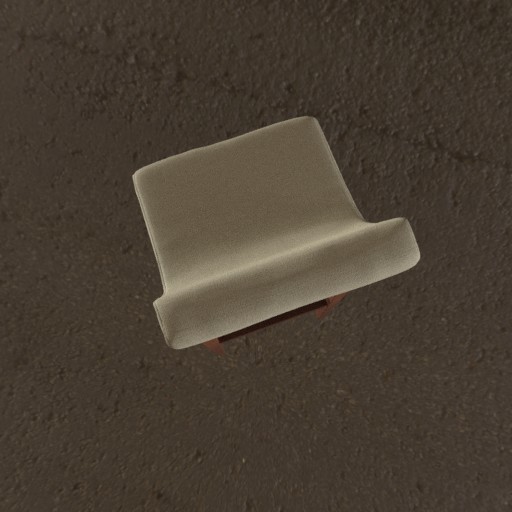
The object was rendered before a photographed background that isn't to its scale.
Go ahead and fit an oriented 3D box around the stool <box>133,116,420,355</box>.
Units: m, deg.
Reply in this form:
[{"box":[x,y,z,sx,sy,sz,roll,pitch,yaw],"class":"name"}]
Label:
[{"box":[0.000,0.000,1.347,0.511,1.037,0.500,-19,75,-5],"class":"stool"}]
